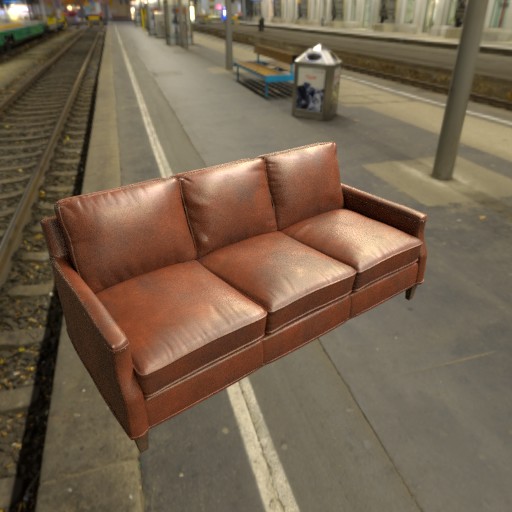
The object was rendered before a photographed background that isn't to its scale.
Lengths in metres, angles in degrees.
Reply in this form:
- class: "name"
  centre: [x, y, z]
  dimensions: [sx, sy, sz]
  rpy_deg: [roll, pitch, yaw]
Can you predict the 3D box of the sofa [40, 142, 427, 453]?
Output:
- class: "sofa"
  centre: [0.000, 0.000, 2.787]
  dimensions: [2.240, 1.003, 1.084]
  rpy_deg: [-20, 35, -32]
